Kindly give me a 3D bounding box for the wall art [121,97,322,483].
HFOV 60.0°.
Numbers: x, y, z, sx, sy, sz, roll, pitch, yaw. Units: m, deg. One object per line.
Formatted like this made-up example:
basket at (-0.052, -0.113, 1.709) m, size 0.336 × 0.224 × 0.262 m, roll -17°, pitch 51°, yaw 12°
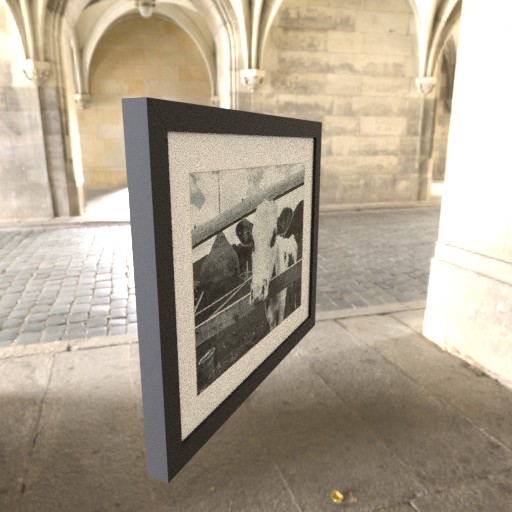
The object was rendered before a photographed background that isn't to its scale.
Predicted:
wall art at (0.000, 0.000, 0.540) m, size 0.024 × 0.329 × 0.404 m, roll 7°, pitch 16°, yaw 25°
